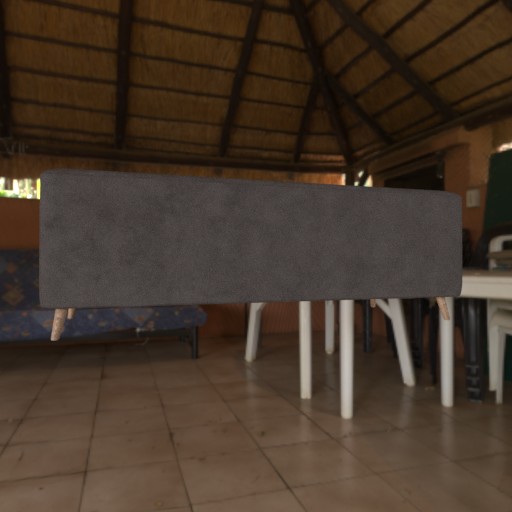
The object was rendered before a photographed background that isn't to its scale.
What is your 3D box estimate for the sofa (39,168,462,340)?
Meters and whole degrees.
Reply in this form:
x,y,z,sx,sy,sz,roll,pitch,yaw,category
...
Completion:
x,y,z,sx,sy,sz,roll,pitch,yaw,category
0.000,0.000,2.598,2.190,0.740,0.900,0,-1,-18,sofa
